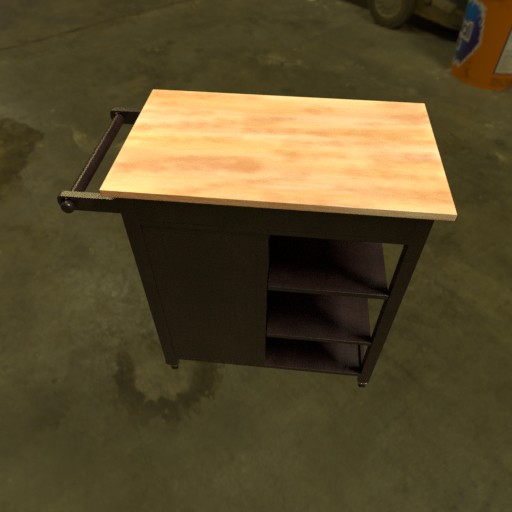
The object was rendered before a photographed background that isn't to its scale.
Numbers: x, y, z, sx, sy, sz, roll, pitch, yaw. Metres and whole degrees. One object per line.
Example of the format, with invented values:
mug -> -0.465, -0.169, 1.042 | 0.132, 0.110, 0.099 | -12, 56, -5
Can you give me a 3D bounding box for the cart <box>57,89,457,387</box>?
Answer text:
cart -> 0.000, 0.000, 1.459 | 0.914, 0.878, 0.472 | 4, 48, 4
